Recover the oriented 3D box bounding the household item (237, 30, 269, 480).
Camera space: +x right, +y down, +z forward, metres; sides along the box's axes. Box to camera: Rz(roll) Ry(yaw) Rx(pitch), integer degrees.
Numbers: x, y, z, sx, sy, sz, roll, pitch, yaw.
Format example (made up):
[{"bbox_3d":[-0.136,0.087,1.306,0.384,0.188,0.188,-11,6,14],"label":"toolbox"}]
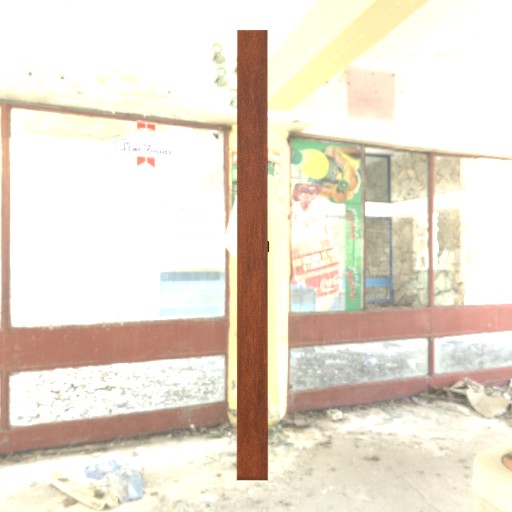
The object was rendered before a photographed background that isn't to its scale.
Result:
[{"bbox_3d":[0.000,0.000,0.346,0.020,0.250,0.200,0,-1,0],"label":"household item"}]
